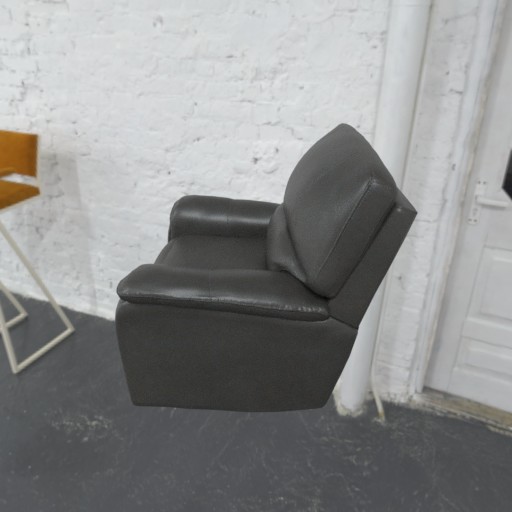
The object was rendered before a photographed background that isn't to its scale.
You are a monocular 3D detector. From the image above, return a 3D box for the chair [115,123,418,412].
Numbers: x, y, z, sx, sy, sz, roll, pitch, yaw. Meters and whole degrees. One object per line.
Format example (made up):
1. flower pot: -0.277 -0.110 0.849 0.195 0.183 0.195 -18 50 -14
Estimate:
1. chair: 0.000 0.000 2.044 1.087 1.109 1.096 1 25 2
